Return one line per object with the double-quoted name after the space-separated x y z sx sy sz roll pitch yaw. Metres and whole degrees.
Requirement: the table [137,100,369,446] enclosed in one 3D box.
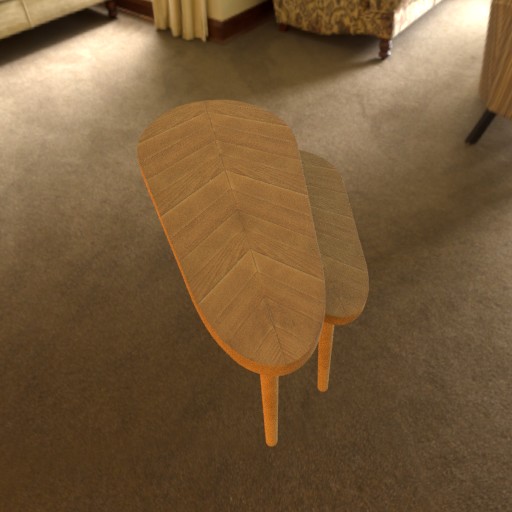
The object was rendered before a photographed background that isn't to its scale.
0.000 0.000 1.601 0.701 0.595 1.190 -10 49 -9 "table"
